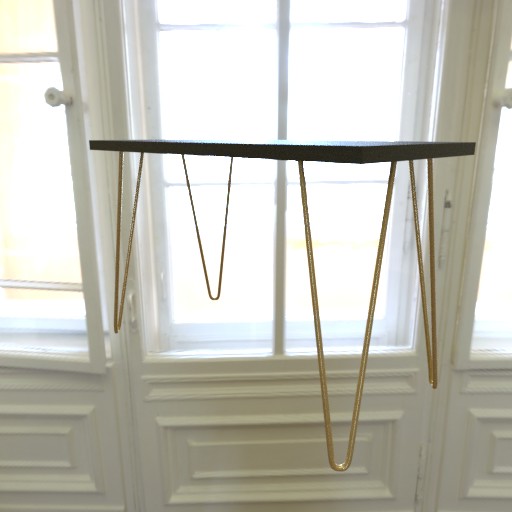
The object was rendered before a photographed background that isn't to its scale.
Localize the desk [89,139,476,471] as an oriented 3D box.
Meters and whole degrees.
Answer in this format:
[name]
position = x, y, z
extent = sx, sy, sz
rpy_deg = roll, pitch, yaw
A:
[desk]
position = 0.000, 0.000, 1.316
extent = 0.499, 0.660, 0.991
rpy_deg = -15, 21, -43
